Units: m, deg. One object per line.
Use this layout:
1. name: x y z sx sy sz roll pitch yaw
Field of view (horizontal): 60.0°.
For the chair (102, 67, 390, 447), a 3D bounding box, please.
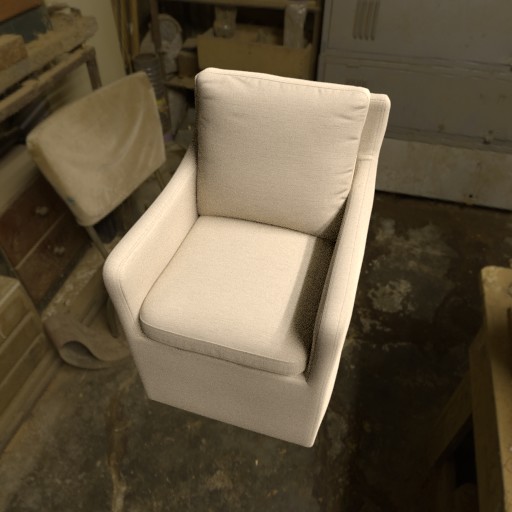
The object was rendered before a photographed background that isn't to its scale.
1. chair: 0.000 0.000 1.352 0.626 0.914 0.694 12 45 13
